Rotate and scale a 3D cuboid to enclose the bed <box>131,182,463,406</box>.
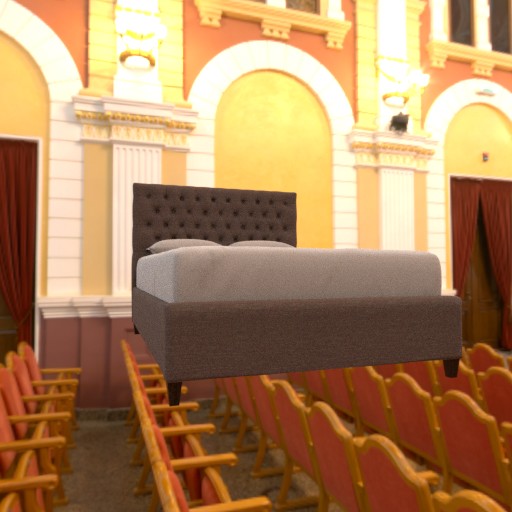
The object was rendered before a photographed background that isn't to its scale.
[{"bbox_3d":[0.000,0.000,3.375,1.698,1.427,2.387,1,-2,-19],"label":"bed"}]
